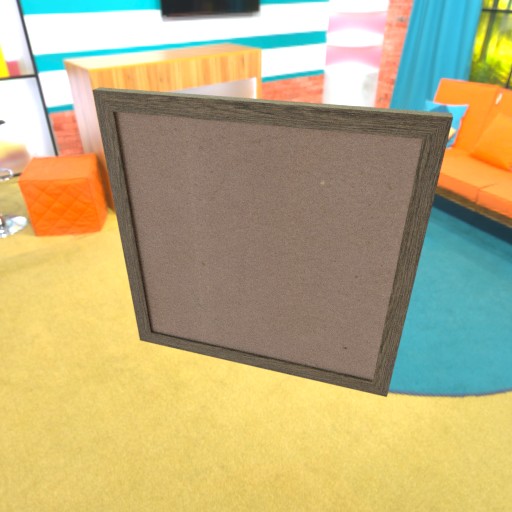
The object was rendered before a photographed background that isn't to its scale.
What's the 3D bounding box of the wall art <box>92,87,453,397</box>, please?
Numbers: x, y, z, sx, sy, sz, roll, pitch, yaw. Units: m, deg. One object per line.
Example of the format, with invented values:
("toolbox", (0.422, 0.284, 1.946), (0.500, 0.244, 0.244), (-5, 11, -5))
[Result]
("wall art", (0.000, 0.000, 0.746), (0.508, 0.508, 0.019), (9, 34, 14))
